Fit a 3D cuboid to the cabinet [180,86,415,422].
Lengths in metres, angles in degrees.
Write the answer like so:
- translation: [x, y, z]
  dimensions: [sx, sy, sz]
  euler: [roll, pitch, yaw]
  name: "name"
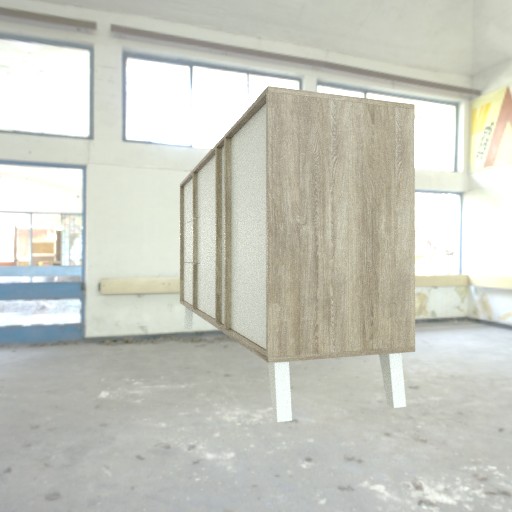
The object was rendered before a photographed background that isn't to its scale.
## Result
- translation: [0.000, 0.000, 1.971]
  dimensions: [0.450, 0.870, 1.600]
  euler: [0, 0, -18]
  name: "cabinet"
